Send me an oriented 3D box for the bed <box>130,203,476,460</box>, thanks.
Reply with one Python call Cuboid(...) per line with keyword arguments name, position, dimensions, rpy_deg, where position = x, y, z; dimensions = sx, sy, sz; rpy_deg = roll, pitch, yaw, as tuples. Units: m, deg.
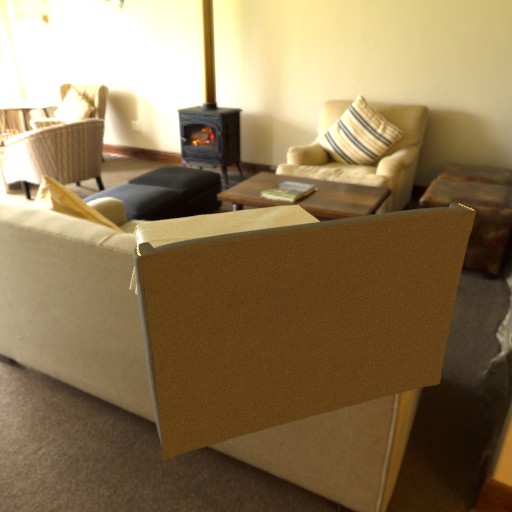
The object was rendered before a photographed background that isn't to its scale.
Cuboid(name="bed", position=(0.000, 0.000, 3.481), dimensions=(1.925, 1.332, 2.276), rpy_deg=(-8, 27, -17))
